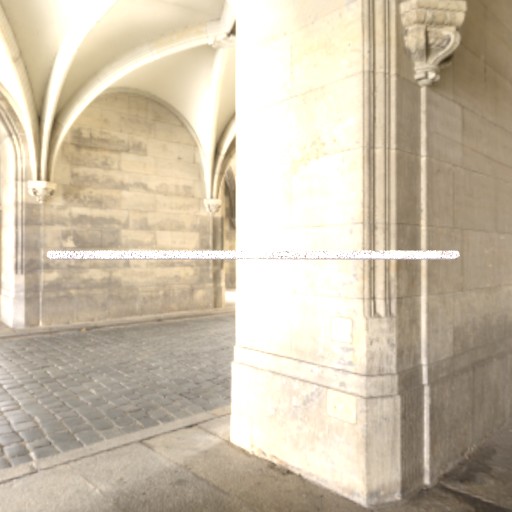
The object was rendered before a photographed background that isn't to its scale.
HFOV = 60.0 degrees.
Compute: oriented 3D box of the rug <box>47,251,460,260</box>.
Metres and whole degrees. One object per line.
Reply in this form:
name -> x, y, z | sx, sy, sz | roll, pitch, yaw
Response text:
rug -> 0.000, 0.000, 2.070 | 1.200, 0.025, 1.600 | 0, 0, 1
